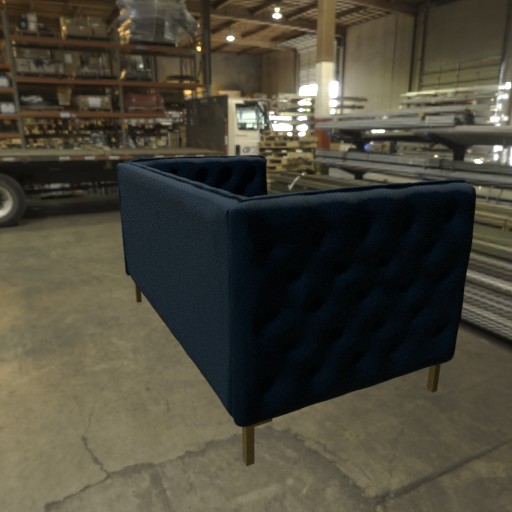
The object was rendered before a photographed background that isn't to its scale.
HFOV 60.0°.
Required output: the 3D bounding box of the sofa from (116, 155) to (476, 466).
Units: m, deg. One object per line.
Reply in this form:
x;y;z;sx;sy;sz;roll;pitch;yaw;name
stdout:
0.000;0.000;2.020;0.909;0.810;1.583;-8;18;-26;sofa
